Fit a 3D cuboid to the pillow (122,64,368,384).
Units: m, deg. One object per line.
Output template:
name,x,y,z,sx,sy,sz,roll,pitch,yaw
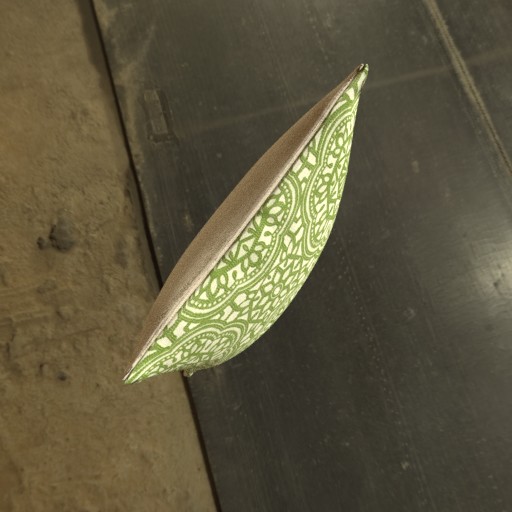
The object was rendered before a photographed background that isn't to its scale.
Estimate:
pillow,0.000,0.000,0.664,0.162,0.419,0.440,35,78,8
